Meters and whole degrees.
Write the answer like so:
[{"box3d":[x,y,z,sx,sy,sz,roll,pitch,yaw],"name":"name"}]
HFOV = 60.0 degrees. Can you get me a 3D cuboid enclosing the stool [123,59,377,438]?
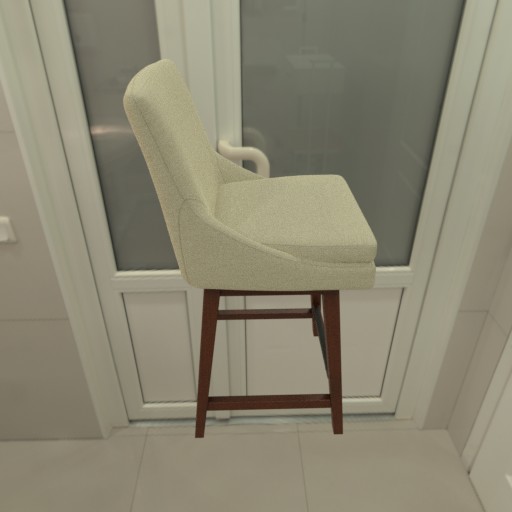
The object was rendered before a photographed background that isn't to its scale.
[{"box3d":[0.000,0.000,1.268,0.559,0.991,0.469,-1,32,-1],"name":"stool"}]
